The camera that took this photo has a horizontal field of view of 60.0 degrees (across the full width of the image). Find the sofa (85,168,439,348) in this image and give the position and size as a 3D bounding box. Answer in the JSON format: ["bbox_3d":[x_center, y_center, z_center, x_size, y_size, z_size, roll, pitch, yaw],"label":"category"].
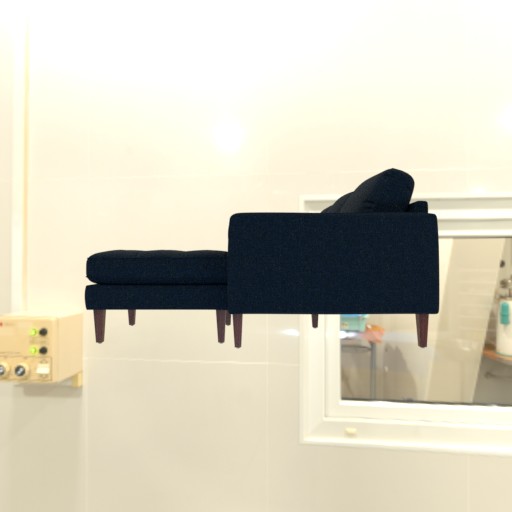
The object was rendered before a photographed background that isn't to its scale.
[{"bbox_3d":[0.000,0.000,3.020,1.613,0.841,2.185,0,0,0],"label":"sofa"}]
